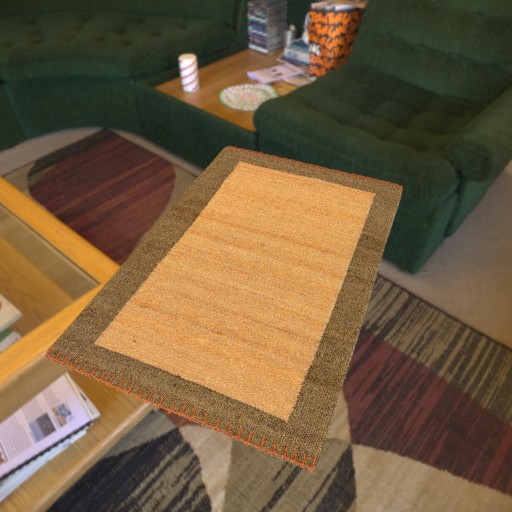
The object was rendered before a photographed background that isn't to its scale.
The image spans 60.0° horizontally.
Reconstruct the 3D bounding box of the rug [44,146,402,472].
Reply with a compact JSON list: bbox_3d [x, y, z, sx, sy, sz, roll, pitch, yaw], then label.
[{"bbox_3d":[0.000,0.000,2.310,1.220,0.019,1.838,17,48,16],"label":"rug"}]
